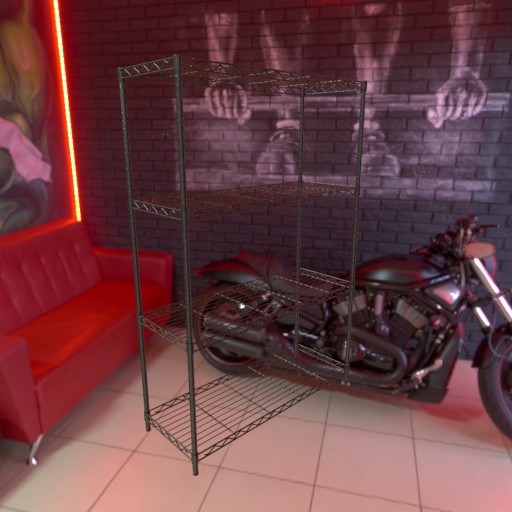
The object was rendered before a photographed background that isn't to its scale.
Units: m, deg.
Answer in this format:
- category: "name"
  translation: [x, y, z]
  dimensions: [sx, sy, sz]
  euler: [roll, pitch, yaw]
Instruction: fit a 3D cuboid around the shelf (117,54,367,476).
- category: "shelf"
  translation: [0.000, 0.000, 1.785]
  dimensions: [0.907, 1.361, 0.352]
  euler: [-14, 21, -41]
